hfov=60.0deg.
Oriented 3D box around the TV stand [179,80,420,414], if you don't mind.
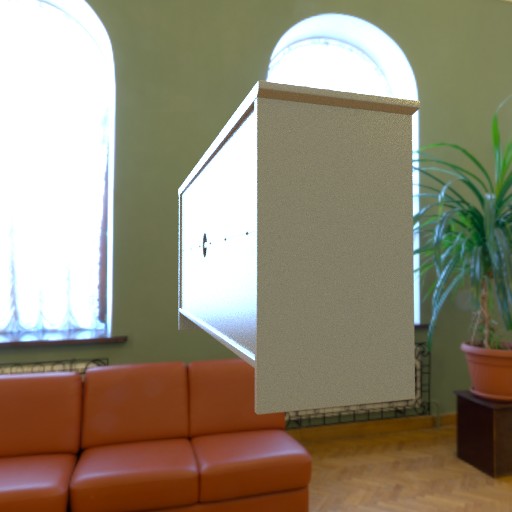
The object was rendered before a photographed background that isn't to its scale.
[{"bbox_3d":[0.000,0.000,1.400,0.344,0.603,1.167,0,-2,-17],"label":"TV stand"}]
